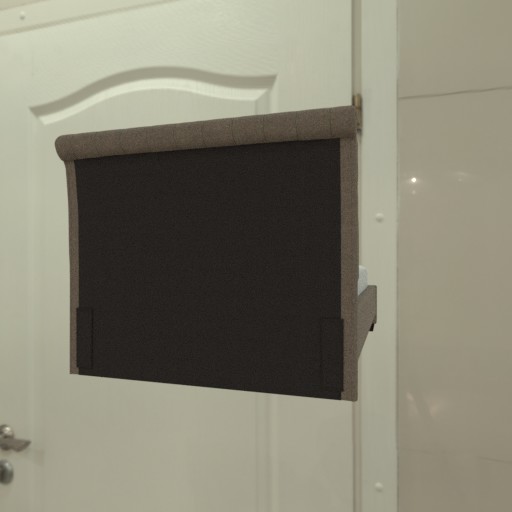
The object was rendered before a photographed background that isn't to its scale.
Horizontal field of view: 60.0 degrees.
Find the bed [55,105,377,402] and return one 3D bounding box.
[{"bbox_3d":[0.000,0.000,3.283,1.645,1.371,2.252,0,0,18],"label":"bed"}]
